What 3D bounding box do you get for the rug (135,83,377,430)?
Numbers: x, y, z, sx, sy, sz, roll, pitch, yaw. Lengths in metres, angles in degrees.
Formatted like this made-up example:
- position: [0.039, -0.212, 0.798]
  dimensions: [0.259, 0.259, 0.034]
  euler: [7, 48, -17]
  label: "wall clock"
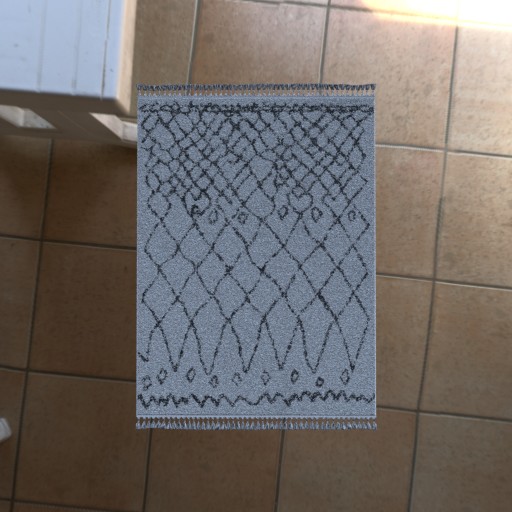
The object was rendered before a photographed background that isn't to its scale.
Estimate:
- position: [0.000, 0.000, 2.965]
  dimensions: [1.613, 0.017, 2.312]
  euler: [0, 89, 0]
  label: "rug"
